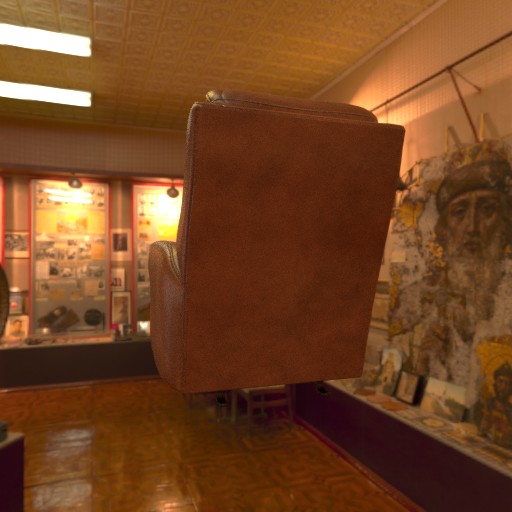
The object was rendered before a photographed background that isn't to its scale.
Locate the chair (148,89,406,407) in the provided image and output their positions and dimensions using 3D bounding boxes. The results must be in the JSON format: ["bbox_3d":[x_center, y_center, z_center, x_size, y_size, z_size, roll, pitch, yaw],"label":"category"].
[{"bbox_3d":[0.000,0.000,1.797,0.821,1.016,1.072,0,-1,-18],"label":"chair"}]
